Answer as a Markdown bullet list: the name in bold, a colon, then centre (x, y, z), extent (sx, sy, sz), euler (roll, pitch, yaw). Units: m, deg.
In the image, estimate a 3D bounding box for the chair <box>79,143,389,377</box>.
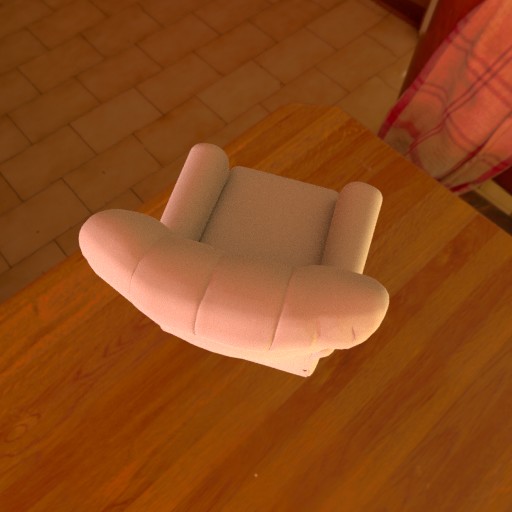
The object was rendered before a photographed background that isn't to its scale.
- **chair**: centre (0.000, 0.000, 2.104), extent (1.090, 1.217, 1.128), euler (16, 65, 8)
